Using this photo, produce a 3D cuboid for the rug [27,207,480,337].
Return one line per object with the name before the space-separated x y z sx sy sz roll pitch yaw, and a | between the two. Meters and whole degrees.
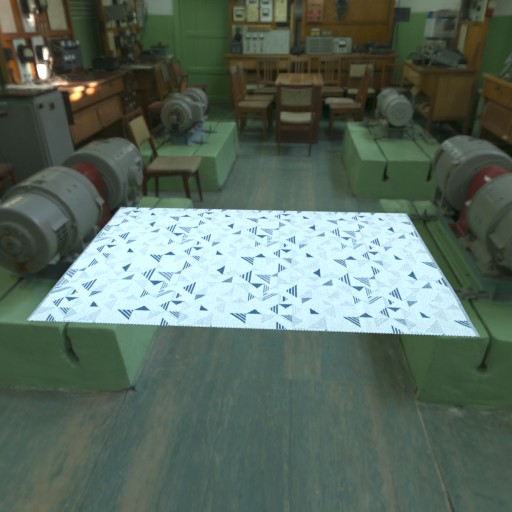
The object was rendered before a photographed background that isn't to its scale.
rug | 0.000 0.000 2.306 1.835 0.003 1.206 2 29 3
